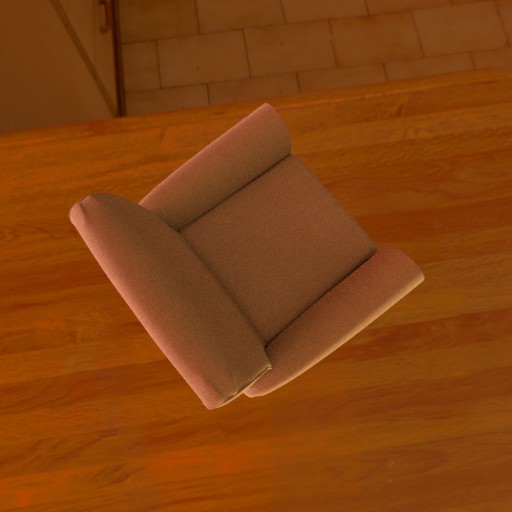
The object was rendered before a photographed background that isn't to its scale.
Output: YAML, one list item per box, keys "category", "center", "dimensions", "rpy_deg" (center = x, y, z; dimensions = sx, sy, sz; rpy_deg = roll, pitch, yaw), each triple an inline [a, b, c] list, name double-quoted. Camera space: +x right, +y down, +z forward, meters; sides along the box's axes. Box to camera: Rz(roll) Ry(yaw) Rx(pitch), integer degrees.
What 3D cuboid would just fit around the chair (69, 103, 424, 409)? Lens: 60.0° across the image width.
- category: "chair"
  center: [0.000, 0.000, 1.788]
  dimensions: [0.905, 1.061, 0.978]
  rpy_deg: [-37, 78, -9]
